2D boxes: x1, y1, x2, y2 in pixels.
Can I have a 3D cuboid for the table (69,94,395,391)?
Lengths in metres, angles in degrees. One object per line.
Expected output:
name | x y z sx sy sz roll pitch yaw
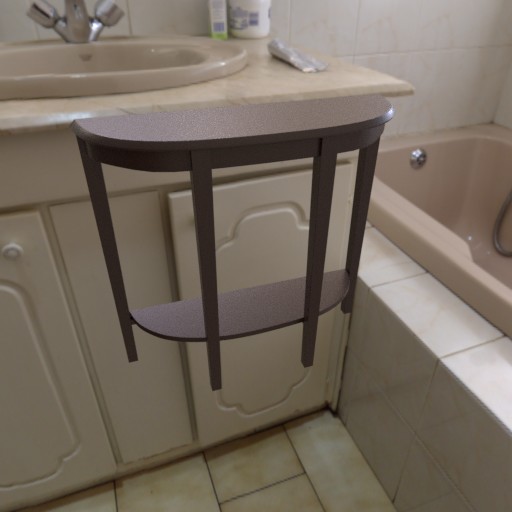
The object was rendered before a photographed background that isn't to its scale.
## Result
table | 0.000 0.000 1.350 0.909 0.831 0.274 -10 34 -15
